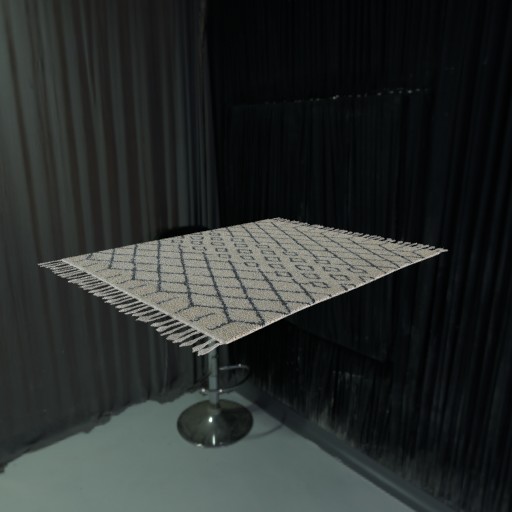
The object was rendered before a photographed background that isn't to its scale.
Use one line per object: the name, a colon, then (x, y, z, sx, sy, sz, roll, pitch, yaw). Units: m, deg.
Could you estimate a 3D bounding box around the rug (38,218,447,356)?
rug: (0.000, 0.000, 4.282, 3.213, 0.030, 2.388, -15, 22, -42)
